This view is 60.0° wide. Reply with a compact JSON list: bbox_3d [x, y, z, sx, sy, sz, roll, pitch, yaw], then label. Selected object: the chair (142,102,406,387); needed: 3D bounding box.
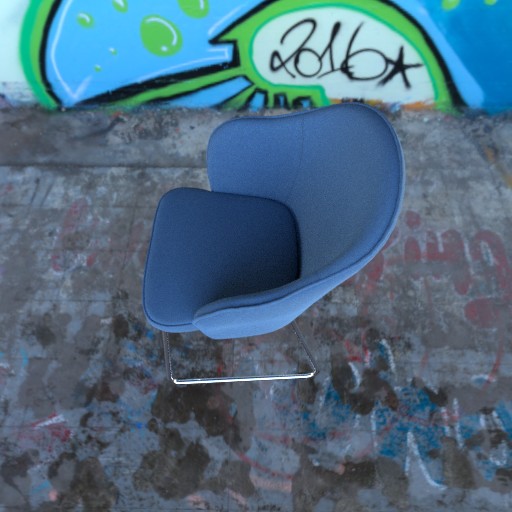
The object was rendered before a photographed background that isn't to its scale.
[{"bbox_3d":[0.000,0.000,1.221,0.585,0.815,0.570,0,58,0],"label":"chair"}]
